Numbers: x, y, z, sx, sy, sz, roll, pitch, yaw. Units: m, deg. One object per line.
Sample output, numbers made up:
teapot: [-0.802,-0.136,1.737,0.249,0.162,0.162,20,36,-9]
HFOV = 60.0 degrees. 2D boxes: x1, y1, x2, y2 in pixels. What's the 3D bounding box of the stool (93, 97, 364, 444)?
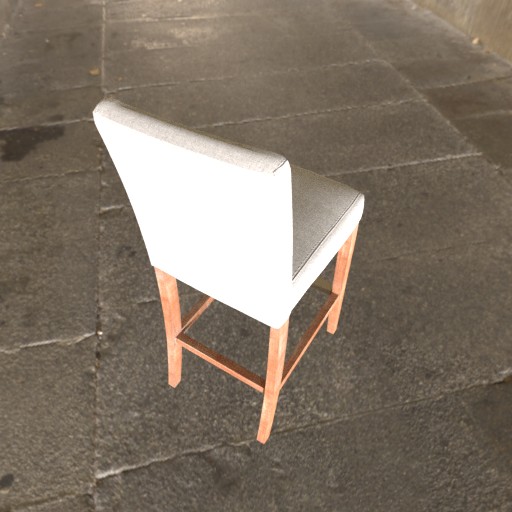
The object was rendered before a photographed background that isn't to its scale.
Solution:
stool: [0.000,0.000,1.321,0.439,1.088,0.570,24,50,22]
